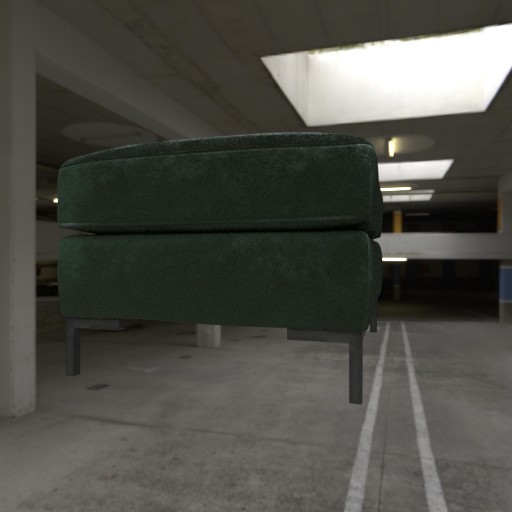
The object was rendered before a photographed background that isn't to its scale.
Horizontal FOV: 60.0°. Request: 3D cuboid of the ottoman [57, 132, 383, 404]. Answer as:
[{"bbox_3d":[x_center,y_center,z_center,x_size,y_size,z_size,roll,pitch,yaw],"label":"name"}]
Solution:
[{"bbox_3d":[0.000,0.000,1.284,0.701,0.538,0.839,0,0,17],"label":"ottoman"}]
